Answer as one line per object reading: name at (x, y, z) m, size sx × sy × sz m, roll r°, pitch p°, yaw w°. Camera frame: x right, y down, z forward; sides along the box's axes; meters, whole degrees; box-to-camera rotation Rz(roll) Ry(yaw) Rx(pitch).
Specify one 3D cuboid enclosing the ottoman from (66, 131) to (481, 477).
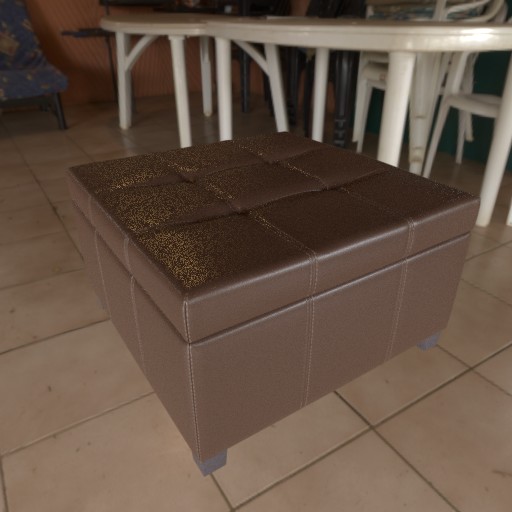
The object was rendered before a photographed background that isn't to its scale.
ottoman at (0.000, 0.000, 1.245) m, size 0.788 × 0.460 × 0.787 m, roll -18°, pitch 34°, yaw -29°
